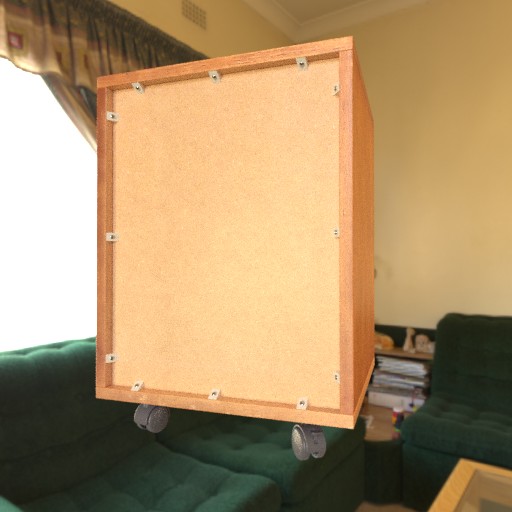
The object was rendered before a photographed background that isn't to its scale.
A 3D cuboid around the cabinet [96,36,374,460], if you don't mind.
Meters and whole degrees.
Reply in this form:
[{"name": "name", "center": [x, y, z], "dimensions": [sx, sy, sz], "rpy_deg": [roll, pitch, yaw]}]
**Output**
[{"name": "cabinet", "center": [0.000, 0.000, 0.840], "dimensions": [0.409, 0.579, 0.401], "rpy_deg": [0, -1, 19]}]
